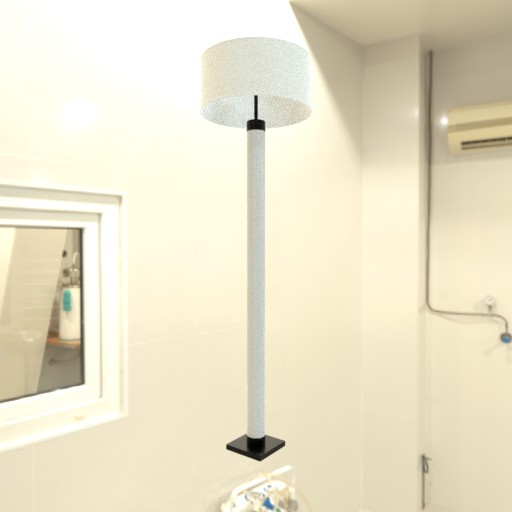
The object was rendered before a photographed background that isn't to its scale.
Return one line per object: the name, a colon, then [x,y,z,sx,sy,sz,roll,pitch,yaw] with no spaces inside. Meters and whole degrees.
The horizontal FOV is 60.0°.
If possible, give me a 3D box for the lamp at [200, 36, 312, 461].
lamp: [0.000,0.000,1.685,0.420,1.475,0.420,1,1,37]
